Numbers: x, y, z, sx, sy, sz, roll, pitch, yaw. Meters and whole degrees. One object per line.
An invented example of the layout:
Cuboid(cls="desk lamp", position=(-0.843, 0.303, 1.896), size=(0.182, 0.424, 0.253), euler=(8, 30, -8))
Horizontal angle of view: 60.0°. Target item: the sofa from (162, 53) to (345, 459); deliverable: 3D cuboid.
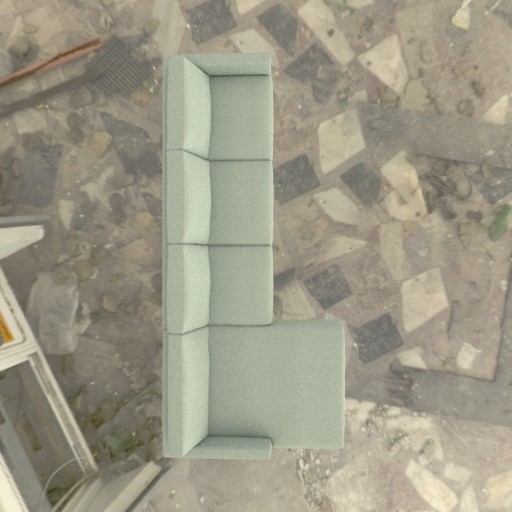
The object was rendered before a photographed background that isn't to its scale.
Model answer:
Cuboid(cls="sofa", position=(0.000, 0.000, 4.016), size=(1.600, 0.953, 3.470), euler=(0, 90, 2))
